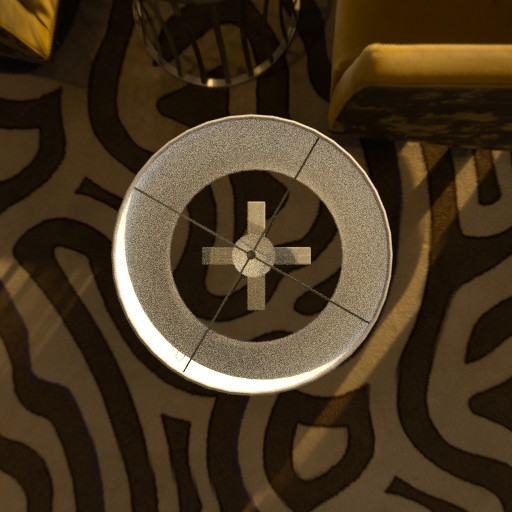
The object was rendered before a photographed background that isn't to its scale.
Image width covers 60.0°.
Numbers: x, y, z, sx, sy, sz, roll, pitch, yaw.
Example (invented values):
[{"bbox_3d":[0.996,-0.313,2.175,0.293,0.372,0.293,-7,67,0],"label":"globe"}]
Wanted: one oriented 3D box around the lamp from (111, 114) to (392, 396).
[{"bbox_3d":[0.000,0.000,0.572,0.229,0.428,0.229,0,90,1],"label":"lamp"}]
